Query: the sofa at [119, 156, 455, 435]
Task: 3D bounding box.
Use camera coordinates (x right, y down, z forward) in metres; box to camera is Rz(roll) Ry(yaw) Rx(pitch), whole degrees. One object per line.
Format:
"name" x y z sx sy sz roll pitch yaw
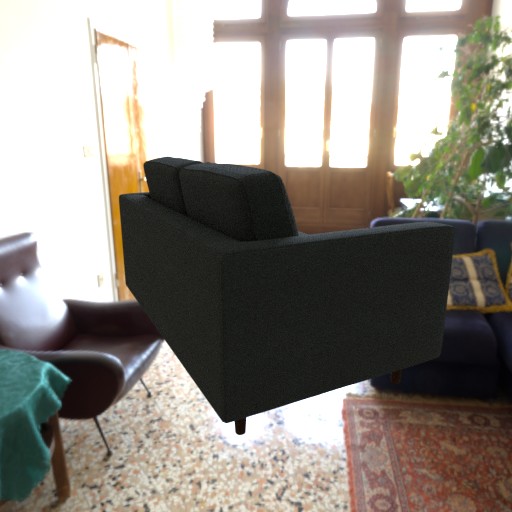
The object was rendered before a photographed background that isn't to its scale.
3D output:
"sofa" 0.000 0.000 2.168 0.999 0.930 1.518 -8 17 -26
